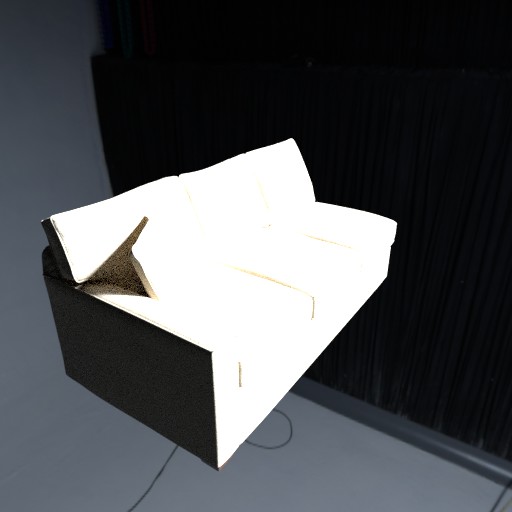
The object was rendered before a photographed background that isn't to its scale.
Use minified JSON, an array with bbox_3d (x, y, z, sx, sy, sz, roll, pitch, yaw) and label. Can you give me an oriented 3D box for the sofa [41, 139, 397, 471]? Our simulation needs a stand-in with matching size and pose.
[{"bbox_3d":[0.000,0.000,2.529,1.034,0.946,1.962,17,30,30],"label":"sofa"}]
